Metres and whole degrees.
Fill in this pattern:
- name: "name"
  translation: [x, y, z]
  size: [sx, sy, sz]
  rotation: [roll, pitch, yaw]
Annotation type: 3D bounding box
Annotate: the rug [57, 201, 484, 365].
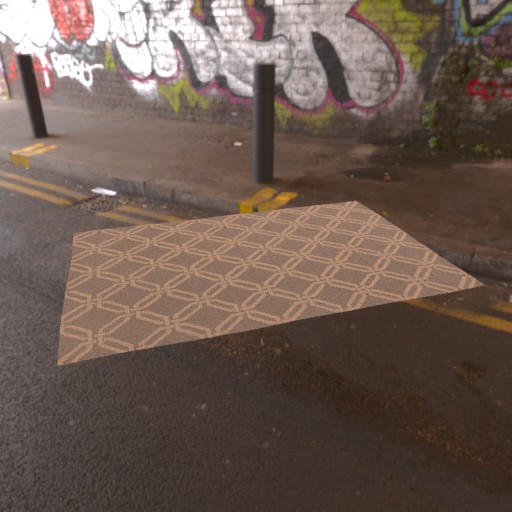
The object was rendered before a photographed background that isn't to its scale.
- name: "rug"
  translation: [0.000, 0.000, 2.186]
  size: [1.754, 0.010, 1.148]
  rotation: [-8, 28, -16]
